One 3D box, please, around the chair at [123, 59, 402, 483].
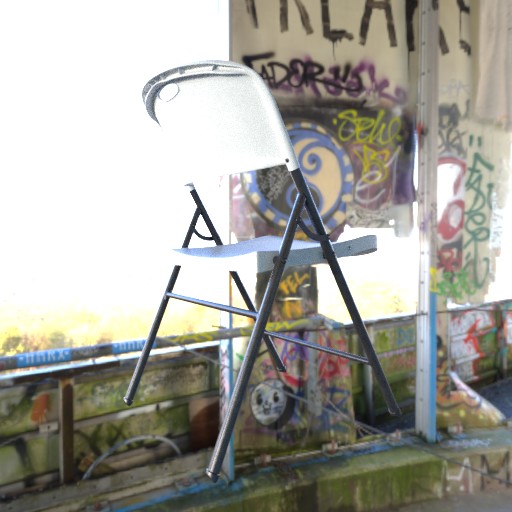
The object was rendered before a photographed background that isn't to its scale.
[{"bbox_3d":[0.000,0.000,1.148,0.566,0.810,0.494,-1,2,-35],"label":"chair"}]
